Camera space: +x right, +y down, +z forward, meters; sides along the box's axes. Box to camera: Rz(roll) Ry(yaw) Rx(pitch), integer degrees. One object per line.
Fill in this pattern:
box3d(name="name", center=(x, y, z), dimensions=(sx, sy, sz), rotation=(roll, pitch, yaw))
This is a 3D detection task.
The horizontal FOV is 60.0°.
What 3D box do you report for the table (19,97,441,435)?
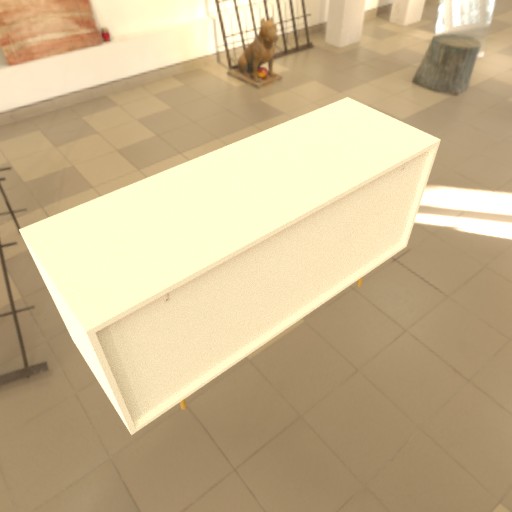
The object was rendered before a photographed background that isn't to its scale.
box3d(name="table", center=(0.000, 0.000, 1.850), dimensions=(1.500, 0.769, 0.508), rotation=(-29, 51, -27))
